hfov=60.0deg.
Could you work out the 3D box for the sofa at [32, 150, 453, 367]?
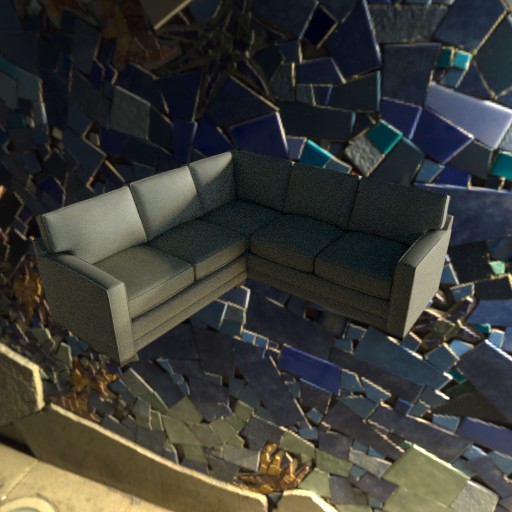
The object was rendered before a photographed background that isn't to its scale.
[{"bbox_3d":[0.000,0.000,3.308,2.211,0.936,2.188,19,33,31],"label":"sofa"}]
